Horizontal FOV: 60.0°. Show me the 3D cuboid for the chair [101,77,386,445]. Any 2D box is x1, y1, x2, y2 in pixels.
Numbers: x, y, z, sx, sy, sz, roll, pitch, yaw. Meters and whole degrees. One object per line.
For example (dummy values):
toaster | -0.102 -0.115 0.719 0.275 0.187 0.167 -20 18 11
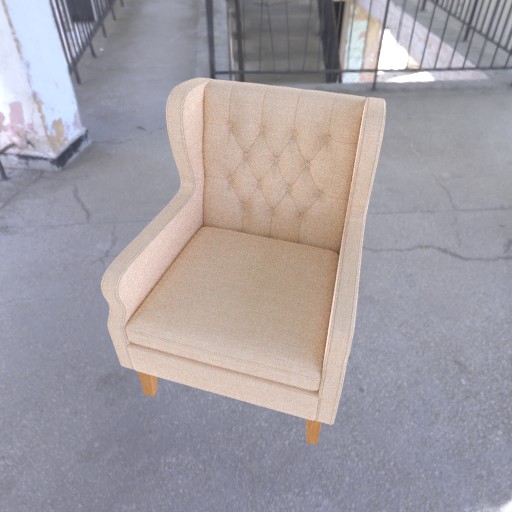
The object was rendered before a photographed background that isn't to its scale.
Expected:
chair | 0.000 0.000 1.483 0.710 0.930 0.760 12 43 13
